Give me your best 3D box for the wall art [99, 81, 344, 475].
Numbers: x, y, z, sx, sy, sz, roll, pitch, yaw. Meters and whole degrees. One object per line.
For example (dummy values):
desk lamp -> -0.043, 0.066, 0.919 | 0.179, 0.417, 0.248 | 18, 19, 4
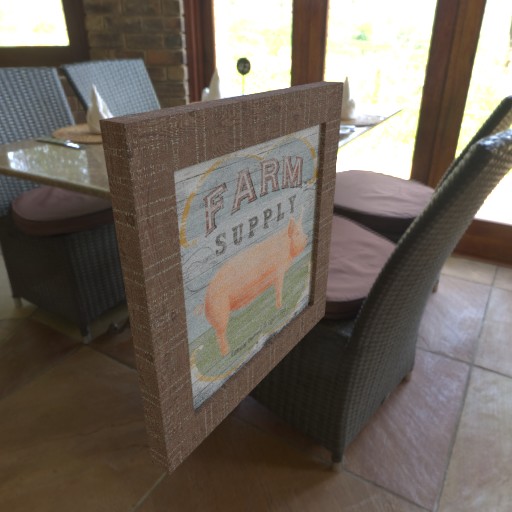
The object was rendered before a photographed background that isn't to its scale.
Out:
wall art -> 0.000, 0.000, 0.775 | 0.040, 0.531, 0.531 | 17, 31, 30
